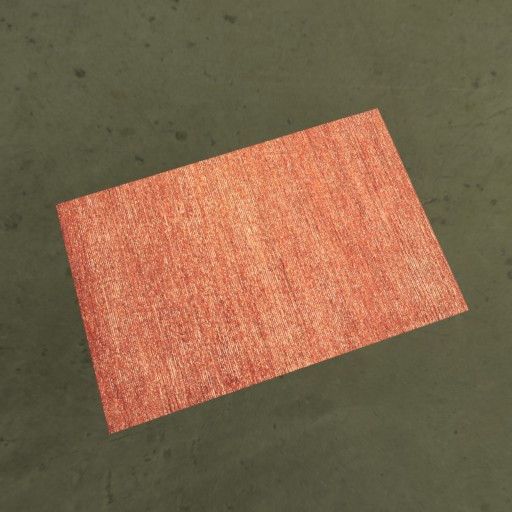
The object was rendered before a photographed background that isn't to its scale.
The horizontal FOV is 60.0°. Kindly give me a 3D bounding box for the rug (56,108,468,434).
[{"bbox_3d":[0.000,0.000,2.165,1.747,0.011,1.139,-18,76,-5],"label":"rug"}]
